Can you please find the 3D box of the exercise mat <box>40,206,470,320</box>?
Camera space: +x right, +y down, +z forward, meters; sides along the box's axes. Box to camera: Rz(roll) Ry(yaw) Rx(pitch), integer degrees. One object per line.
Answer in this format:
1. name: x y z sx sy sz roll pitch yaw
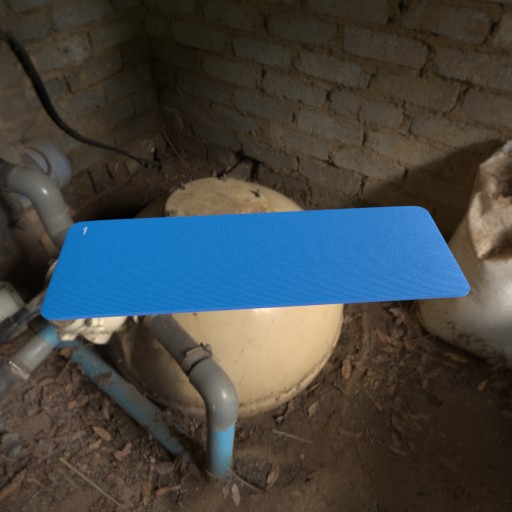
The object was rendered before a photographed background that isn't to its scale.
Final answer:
1. exercise mat: 0.000 0.000 2.106 1.869 0.021 0.616 -3 45 -3
